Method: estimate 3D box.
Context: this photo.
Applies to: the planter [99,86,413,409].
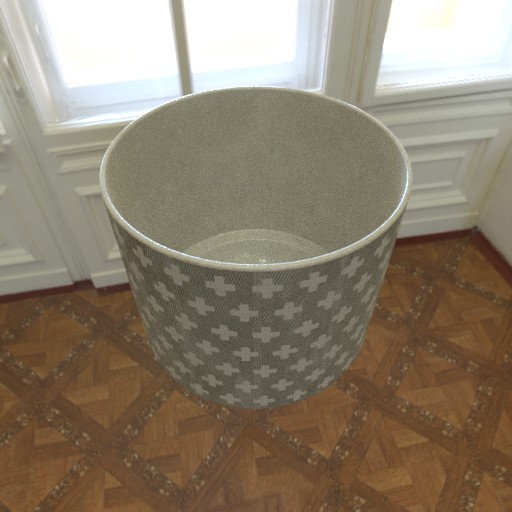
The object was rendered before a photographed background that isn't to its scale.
[{"bbox_3d":[0.000,0.000,0.341,0.190,0.181,0.190,0,46,0],"label":"planter"}]
